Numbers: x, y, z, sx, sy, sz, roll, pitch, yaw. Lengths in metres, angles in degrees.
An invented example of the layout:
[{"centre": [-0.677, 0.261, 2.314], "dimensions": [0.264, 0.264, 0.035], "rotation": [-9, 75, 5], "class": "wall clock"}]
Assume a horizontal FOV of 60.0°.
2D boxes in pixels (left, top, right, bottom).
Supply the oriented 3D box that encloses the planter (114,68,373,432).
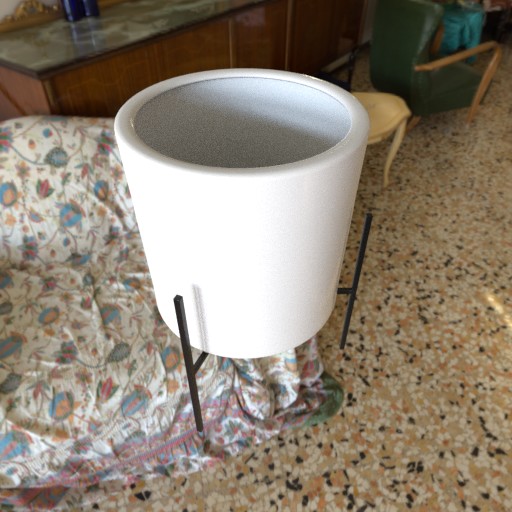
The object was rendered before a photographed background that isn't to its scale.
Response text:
[{"centre": [0.000, 0.000, 0.633], "dimensions": [0.308, 0.431, 0.307], "rotation": [0, 42, 0], "class": "planter"}]
